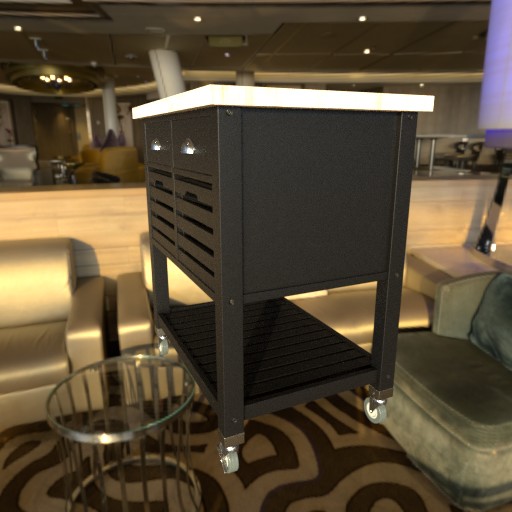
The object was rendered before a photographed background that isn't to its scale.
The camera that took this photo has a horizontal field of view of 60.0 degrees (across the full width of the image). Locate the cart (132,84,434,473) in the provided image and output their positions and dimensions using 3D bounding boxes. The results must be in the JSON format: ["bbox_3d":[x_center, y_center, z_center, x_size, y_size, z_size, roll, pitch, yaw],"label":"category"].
[{"bbox_3d":[0.000,0.000,1.410,0.567,0.920,0.797,-7,17,-24],"label":"cart"}]
